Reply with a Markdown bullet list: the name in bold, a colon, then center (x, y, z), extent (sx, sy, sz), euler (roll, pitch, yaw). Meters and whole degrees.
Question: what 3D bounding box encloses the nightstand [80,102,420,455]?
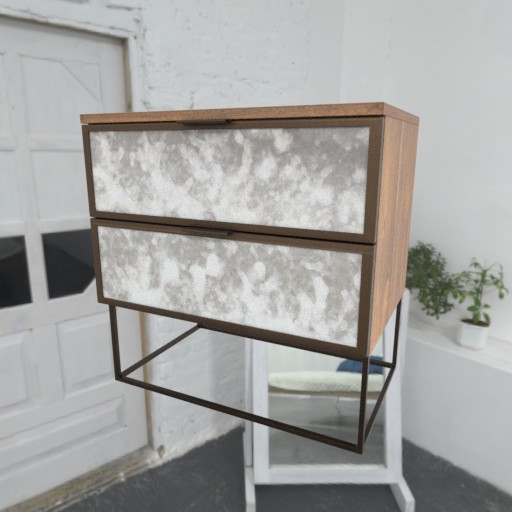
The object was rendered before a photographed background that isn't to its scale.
- **nightstand**: center (0.000, 0.000, 1.010), extent (0.605, 0.611, 0.427), euler (7, 16, 26)
